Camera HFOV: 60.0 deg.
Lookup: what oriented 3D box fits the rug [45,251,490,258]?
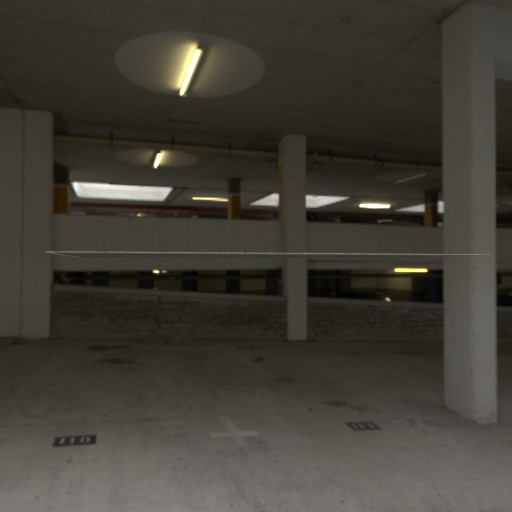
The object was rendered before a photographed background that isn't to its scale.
[{"bbox_3d":[0.000,0.000,2.872,2.289,0.006,1.523,0,-1,-18],"label":"rug"}]
